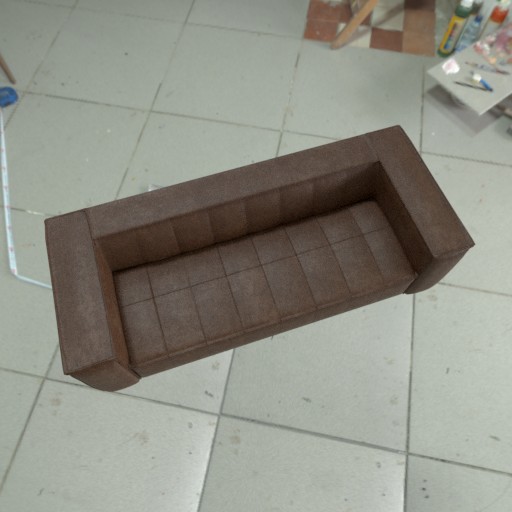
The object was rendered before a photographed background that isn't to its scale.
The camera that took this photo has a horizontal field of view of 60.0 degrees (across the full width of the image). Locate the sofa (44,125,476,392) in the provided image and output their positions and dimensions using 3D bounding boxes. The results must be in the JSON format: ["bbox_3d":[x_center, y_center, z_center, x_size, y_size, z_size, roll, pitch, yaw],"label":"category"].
[{"bbox_3d":[0.000,0.000,3.095,2.581,0.701,1.102,-17,65,-8],"label":"sofa"}]
